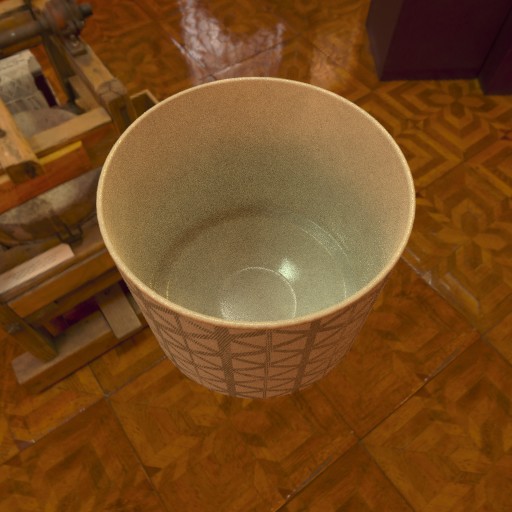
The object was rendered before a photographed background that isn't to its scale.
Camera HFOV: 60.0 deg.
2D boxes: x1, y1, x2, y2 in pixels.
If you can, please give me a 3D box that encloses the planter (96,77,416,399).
[{"bbox_3d":[0.000,0.000,0.345,0.190,0.181,0.190,0,59,0],"label":"planter"}]
